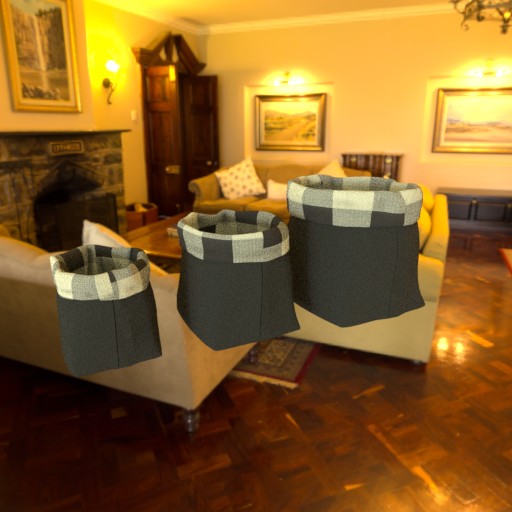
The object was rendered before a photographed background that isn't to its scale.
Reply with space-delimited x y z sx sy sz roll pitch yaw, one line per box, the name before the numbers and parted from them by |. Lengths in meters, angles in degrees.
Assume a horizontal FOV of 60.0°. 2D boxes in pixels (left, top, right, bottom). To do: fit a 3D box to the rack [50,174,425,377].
rack | 0.000 0.000 1.060 0.889 0.329 0.370 -8 18 -25
